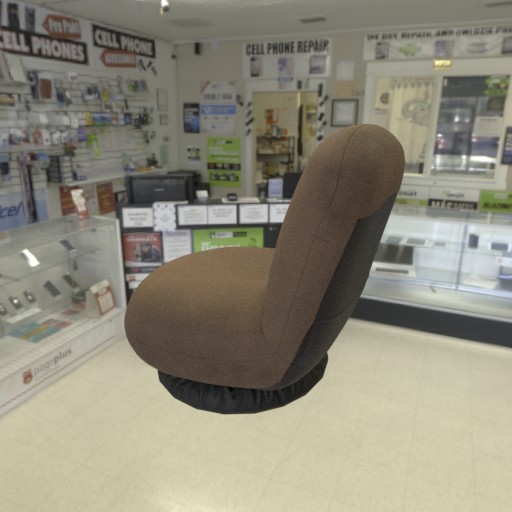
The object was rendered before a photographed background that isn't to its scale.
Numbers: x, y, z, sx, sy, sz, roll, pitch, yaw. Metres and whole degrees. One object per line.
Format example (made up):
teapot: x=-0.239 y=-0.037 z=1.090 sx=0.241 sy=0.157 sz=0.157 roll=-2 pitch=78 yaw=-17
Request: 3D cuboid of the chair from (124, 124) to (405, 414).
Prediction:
chair: x=0.000 y=0.000 z=1.035 sx=0.597 sy=0.594 sz=0.521 roll=8 pitch=19 yaw=25
